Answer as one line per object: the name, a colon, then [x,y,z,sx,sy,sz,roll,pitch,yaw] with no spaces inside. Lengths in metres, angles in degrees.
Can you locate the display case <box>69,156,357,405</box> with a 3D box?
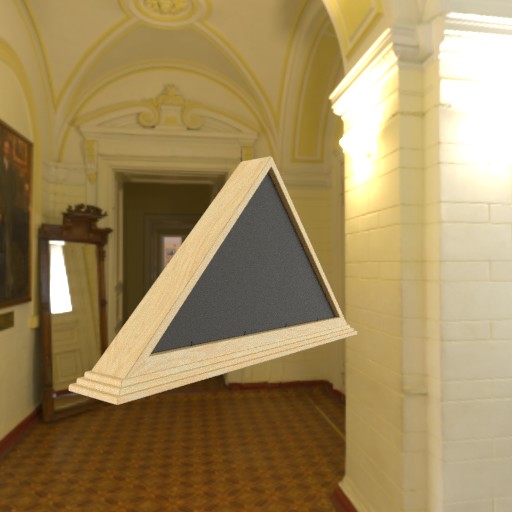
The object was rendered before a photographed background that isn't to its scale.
display case: [0.000,0.000,0.773,0.095,0.340,0.640,-1,-2,36]
